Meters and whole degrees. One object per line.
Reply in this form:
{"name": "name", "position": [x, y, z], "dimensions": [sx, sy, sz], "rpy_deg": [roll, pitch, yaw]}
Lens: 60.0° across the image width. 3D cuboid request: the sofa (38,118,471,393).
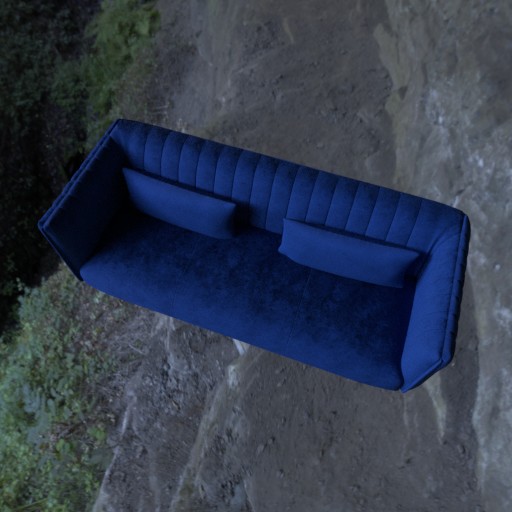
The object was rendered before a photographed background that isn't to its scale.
{"name": "sofa", "position": [0.000, 0.000, 2.563], "dimensions": [2.136, 0.793, 0.896], "rpy_deg": [17, 61, 10]}
